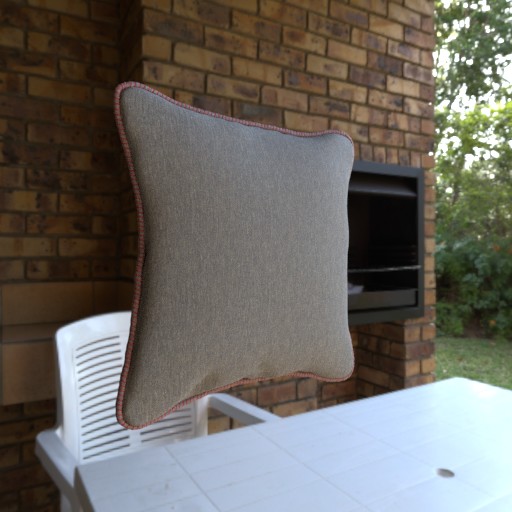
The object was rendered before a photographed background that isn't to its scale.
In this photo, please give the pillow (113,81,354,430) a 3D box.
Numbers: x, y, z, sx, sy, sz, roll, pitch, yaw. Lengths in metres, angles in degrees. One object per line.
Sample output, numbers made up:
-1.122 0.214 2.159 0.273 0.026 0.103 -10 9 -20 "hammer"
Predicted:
0.000 0.000 0.751 0.482 0.491 0.124 0 0 -36 "pillow"
